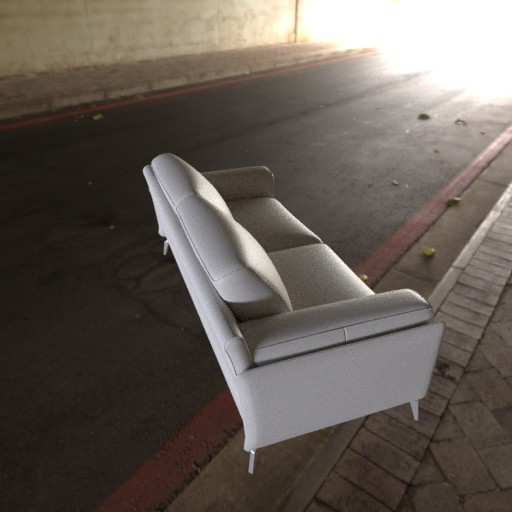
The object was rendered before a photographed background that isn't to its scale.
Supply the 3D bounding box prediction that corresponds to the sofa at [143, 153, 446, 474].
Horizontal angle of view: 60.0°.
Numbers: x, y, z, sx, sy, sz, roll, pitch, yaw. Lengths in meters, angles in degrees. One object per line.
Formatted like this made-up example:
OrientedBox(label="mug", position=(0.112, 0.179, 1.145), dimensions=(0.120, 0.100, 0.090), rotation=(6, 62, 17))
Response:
OrientedBox(label="sofa", position=(0.000, 0.000, 2.615), dimensions=(1.049, 0.930, 2.101), rotation=(-11, 32, -18))
